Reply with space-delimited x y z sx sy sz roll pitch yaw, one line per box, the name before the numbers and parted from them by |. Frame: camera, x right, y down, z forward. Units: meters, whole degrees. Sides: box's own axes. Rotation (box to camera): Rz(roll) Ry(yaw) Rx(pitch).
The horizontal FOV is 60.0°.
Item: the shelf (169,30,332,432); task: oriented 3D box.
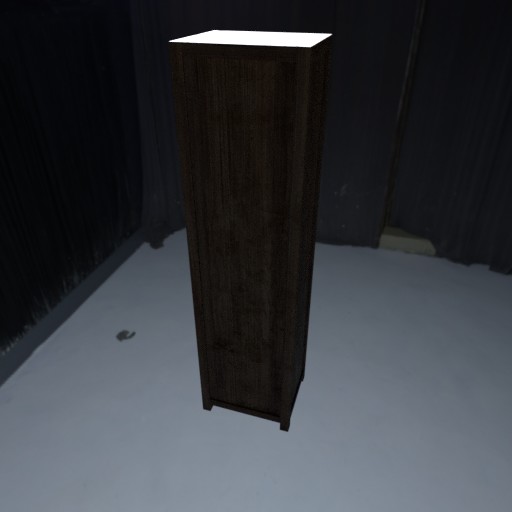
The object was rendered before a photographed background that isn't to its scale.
shelf | 0.000 0.000 2.138 0.500 1.900 0.428 9 33 15
